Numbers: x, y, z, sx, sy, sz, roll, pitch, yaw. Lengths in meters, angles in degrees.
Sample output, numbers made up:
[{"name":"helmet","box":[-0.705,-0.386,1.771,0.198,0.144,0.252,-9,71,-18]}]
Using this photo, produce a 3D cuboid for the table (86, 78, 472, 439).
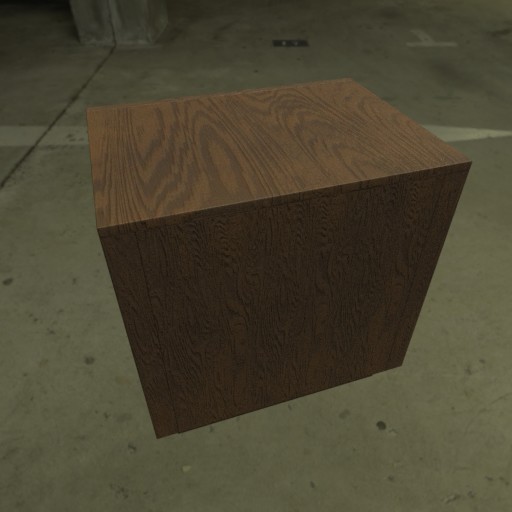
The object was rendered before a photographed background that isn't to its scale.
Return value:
[{"name":"table","box":[0.000,0.000,0.962,0.560,0.585,0.439,-12,41,-14]}]
